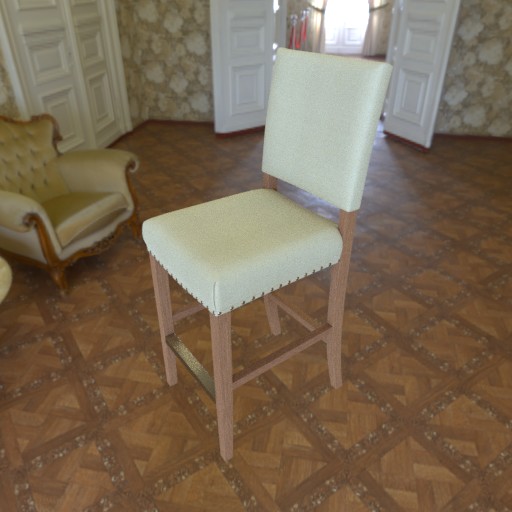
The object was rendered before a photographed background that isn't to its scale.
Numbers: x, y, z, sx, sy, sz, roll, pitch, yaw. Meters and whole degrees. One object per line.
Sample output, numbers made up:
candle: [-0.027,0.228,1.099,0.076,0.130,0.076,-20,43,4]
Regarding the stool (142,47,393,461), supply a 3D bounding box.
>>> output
stool: [0.000,0.000,1.441,0.584,1.168,0.445,-20,37,-30]
